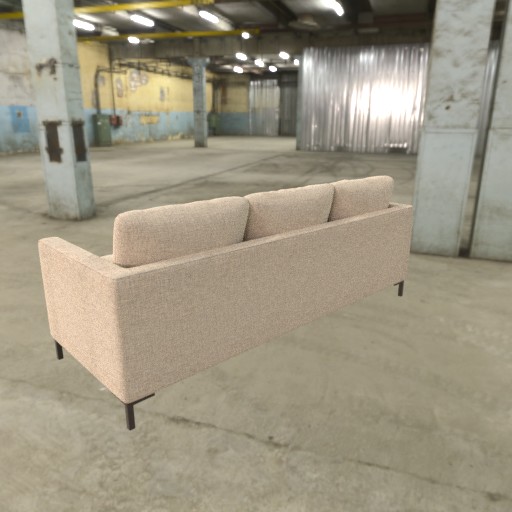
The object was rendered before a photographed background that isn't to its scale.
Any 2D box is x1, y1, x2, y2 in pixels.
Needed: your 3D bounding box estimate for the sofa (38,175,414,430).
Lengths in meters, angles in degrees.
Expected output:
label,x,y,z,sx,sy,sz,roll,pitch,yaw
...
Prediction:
label,x,y,z,sx,sy,sz,roll,pitch,yaw
sofa,0.000,0.000,2.691,2.218,0.874,0.859,-15,22,-41
